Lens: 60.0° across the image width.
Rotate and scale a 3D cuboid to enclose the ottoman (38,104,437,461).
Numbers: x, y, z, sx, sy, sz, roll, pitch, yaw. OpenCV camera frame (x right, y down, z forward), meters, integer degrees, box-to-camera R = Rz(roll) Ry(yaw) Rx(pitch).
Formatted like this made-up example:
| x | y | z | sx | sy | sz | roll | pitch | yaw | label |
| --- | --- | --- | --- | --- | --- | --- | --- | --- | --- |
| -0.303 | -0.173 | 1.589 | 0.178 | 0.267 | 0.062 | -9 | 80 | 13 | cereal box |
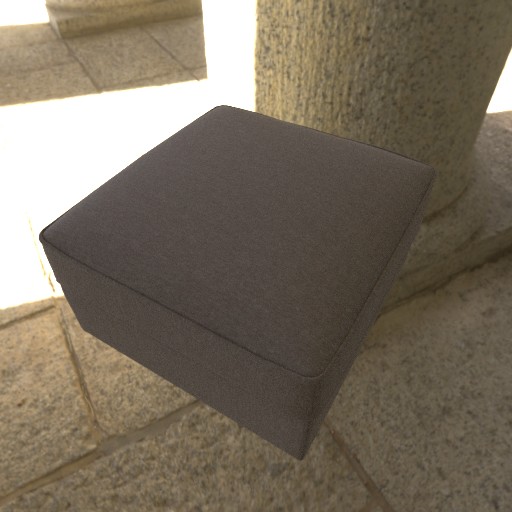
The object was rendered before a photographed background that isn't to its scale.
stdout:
| x | y | z | sx | sy | sz | roll | pitch | yaw | label |
| --- | --- | --- | --- | --- | --- | --- | --- | --- | --- |
| 0.000 | 0.000 | 1.364 | 0.808 | 0.612 | 0.871 | 23 | 50 | 21 | ottoman |
